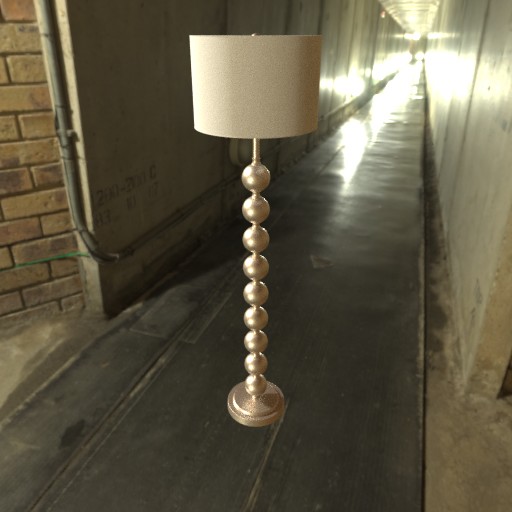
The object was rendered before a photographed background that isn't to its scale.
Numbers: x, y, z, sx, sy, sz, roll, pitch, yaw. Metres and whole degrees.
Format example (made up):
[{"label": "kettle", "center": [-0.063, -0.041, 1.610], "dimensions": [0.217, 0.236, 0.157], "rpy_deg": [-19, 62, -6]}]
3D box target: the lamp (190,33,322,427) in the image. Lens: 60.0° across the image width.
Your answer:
[{"label": "lamp", "center": [0.000, 0.000, 1.640], "dimensions": [0.394, 1.474, 0.394], "rpy_deg": [-9, 28, -17]}]
